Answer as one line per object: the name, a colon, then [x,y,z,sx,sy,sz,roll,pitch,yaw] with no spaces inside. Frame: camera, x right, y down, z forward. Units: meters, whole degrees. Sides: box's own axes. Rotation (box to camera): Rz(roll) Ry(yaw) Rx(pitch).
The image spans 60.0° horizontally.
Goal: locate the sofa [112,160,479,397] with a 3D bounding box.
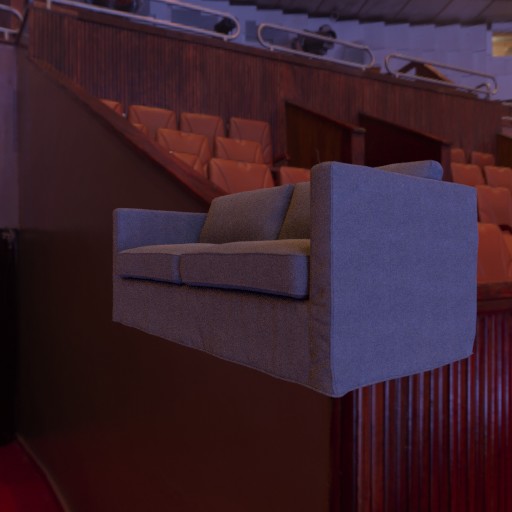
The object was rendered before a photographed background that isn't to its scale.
sofa: [0.000,0.000,2.403,0.953,0.855,1.982,0,1,-37]
